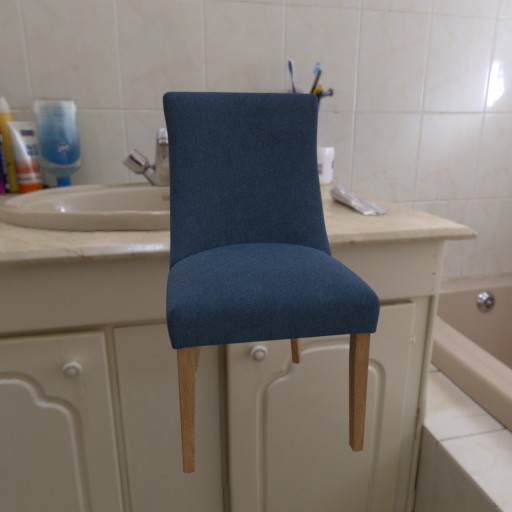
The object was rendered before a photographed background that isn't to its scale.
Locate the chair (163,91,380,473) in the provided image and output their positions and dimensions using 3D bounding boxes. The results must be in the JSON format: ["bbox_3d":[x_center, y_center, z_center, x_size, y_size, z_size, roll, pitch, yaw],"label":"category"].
[{"bbox_3d":[0.000,0.000,1.241,0.495,0.902,0.609,-3,16,-10],"label":"chair"}]
